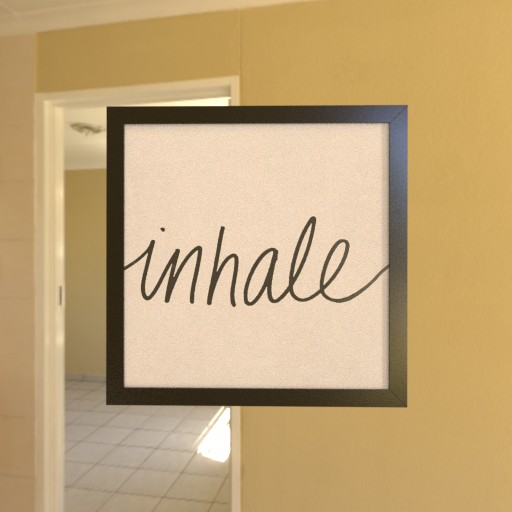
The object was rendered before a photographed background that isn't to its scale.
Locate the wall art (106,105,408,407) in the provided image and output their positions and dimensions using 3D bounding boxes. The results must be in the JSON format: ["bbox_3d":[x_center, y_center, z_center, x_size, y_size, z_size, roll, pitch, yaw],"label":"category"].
[{"bbox_3d":[0.000,0.000,0.662,0.446,0.445,0.014,0,0,1],"label":"wall art"}]
